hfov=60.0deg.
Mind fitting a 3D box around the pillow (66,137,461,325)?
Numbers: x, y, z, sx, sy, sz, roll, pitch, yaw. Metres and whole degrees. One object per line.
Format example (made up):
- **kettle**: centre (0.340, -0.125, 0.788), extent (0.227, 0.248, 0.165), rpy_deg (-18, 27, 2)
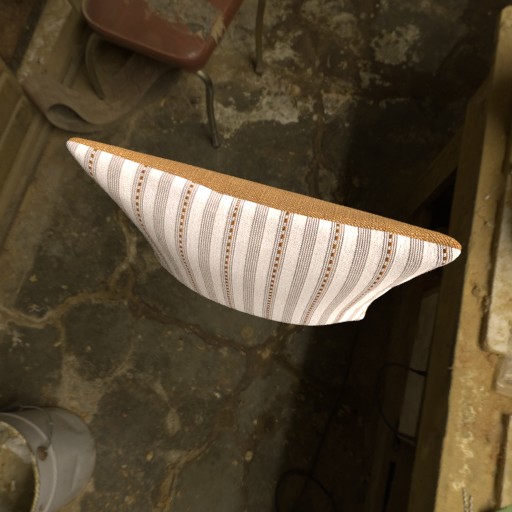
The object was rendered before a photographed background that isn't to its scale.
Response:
- **pillow**: centre (0.000, 0.000, 0.663), extent (0.432, 0.437, 0.147), rpy_deg (15, 74, 4)
